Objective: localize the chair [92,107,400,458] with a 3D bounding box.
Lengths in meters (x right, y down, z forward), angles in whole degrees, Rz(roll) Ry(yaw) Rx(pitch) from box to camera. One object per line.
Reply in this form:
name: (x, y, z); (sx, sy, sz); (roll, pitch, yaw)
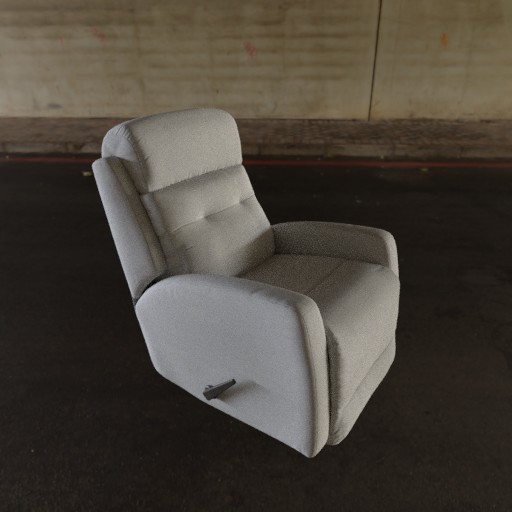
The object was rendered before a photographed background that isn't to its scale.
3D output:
chair: (0.000, 0.000, 1.711); (1.043, 1.013, 0.798); (17, 30, 31)
